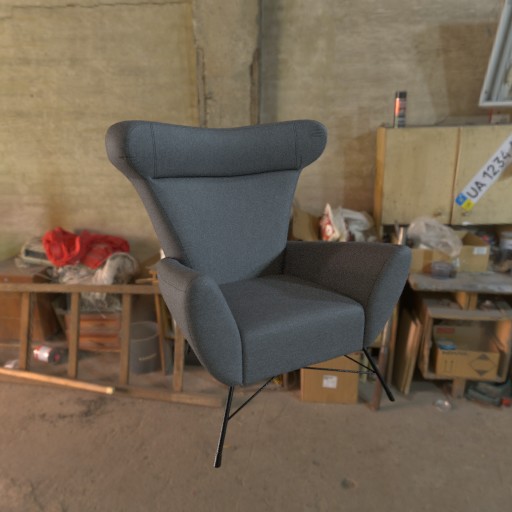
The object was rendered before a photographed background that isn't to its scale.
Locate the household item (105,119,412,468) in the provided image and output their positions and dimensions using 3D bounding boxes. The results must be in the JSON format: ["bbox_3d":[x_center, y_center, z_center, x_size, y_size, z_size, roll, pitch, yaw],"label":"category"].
[{"bbox_3d":[0.000,0.000,1.789,0.980,1.050,0.900,-9,19,-26],"label":"household item"}]
